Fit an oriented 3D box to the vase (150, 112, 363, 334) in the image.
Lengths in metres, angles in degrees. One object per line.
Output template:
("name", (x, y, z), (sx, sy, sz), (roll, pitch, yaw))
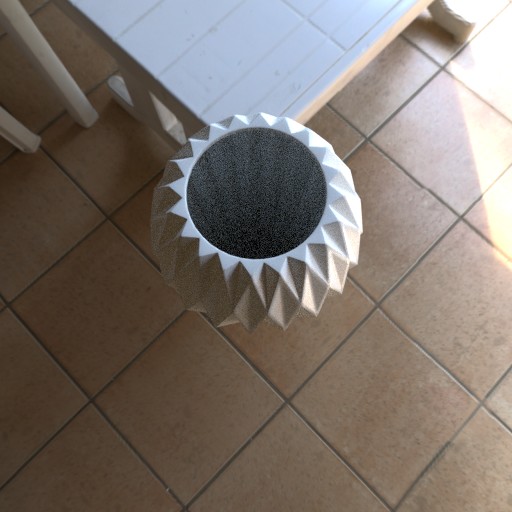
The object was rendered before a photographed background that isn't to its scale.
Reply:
("vase", (0.000, 0.000, 0.348), (0.133, 0.263, 0.133), (0, 76, 0))
